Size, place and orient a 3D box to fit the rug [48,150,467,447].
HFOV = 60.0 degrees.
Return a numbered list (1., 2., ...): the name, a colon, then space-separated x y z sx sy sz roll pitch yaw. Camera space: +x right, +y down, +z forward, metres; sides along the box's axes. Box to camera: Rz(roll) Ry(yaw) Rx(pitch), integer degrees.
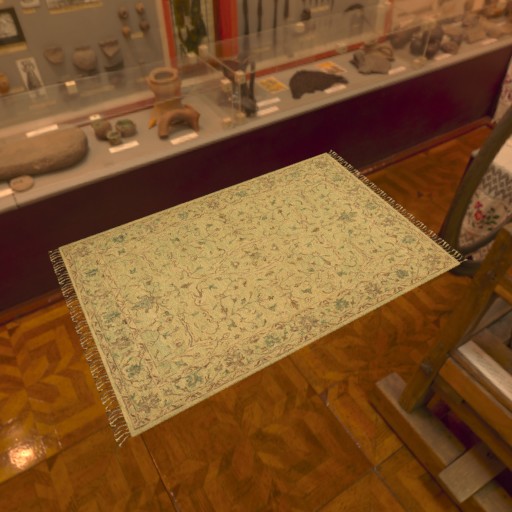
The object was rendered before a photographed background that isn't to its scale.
1. rug: 0.000 0.000 3.019 2.435 0.010 1.544 -23 51 -20
